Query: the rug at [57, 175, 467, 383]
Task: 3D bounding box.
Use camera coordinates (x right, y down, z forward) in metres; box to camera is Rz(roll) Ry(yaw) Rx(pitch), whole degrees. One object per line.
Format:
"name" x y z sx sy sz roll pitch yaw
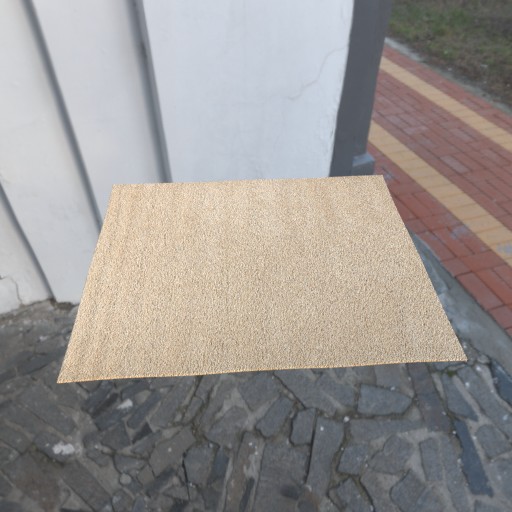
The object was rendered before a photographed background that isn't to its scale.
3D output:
"rug" 0.000 0.000 4.087 3.000 0.026 2.400 -3 45 -3
